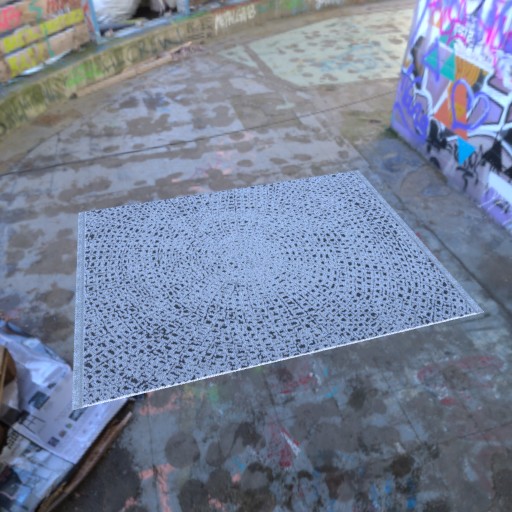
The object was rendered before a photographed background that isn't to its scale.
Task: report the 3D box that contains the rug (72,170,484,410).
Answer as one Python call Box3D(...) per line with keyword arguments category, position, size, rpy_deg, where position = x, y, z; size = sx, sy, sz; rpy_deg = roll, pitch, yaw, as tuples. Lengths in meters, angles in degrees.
Box3D(category="rug", position=(0.000, 0.000, 2.104), size=(1.634, 0.003, 1.190), rpy_deg=(-10, 42, -12))
